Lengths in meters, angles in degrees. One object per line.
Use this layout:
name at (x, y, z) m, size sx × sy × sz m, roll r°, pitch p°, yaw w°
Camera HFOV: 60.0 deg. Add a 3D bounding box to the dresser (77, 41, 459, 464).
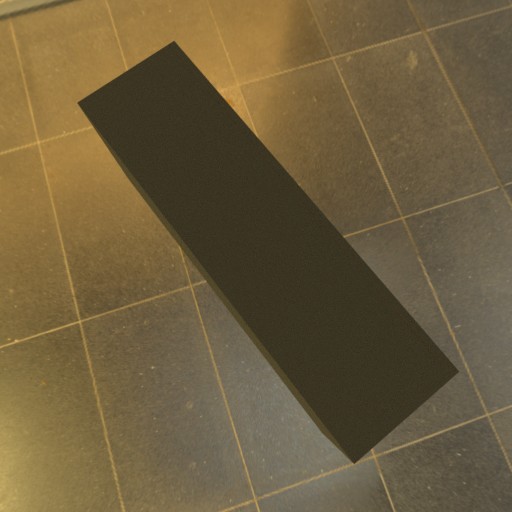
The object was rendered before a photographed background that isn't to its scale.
dresser at (0.000, 0.000, 1.941) m, size 0.463 × 0.872 × 1.558 m, roll -37°, pitch 79°, yaw -9°
